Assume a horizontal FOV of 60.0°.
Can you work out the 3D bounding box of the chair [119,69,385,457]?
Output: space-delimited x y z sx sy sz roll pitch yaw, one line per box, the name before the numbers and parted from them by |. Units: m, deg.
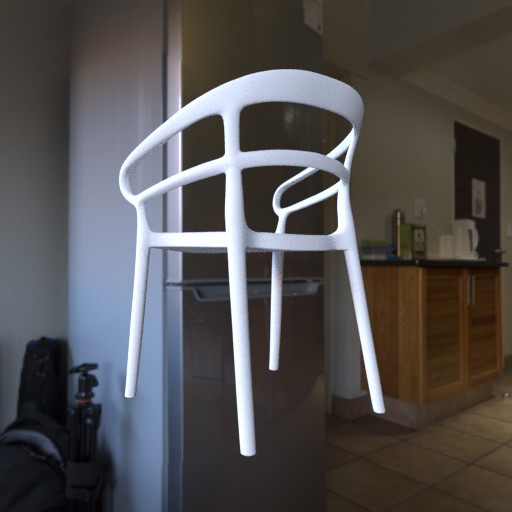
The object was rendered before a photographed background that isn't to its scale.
chair | 0.000 0.000 1.152 0.559 0.761 0.527 0 -1 -36
